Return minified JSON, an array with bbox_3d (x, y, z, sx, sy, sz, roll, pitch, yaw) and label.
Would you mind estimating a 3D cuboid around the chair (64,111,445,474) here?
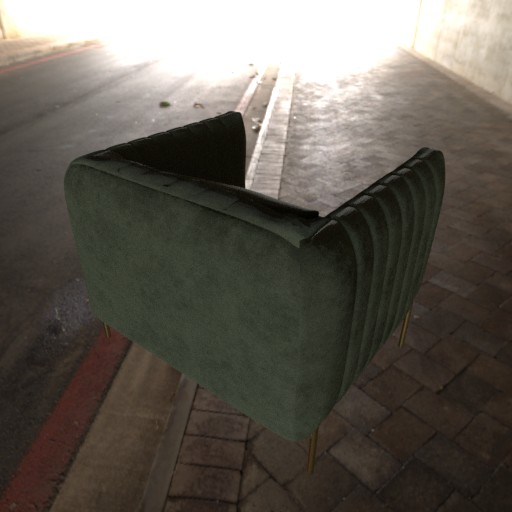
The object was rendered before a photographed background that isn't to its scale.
[{"bbox_3d":[0.000,0.000,1.623,1.032,0.794,0.877,22,37,32],"label":"chair"}]
